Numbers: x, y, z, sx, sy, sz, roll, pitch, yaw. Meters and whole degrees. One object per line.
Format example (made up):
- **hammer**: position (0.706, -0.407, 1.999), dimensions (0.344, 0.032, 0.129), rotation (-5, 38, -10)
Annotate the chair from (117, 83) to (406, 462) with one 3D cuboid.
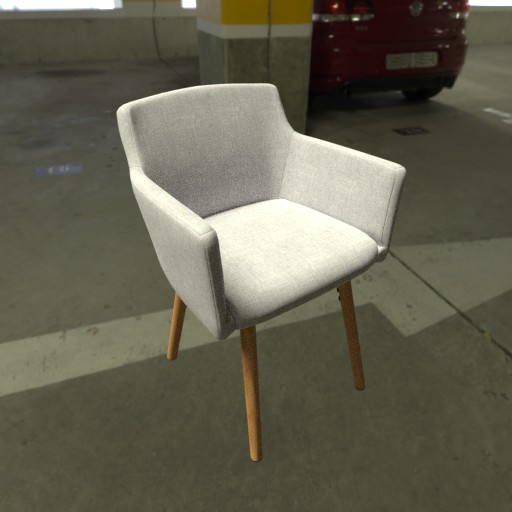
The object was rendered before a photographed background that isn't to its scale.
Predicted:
- **chair**: position (0.000, 0.000, 1.167), dimensions (0.570, 0.780, 0.540), rotation (-21, 37, -31)
